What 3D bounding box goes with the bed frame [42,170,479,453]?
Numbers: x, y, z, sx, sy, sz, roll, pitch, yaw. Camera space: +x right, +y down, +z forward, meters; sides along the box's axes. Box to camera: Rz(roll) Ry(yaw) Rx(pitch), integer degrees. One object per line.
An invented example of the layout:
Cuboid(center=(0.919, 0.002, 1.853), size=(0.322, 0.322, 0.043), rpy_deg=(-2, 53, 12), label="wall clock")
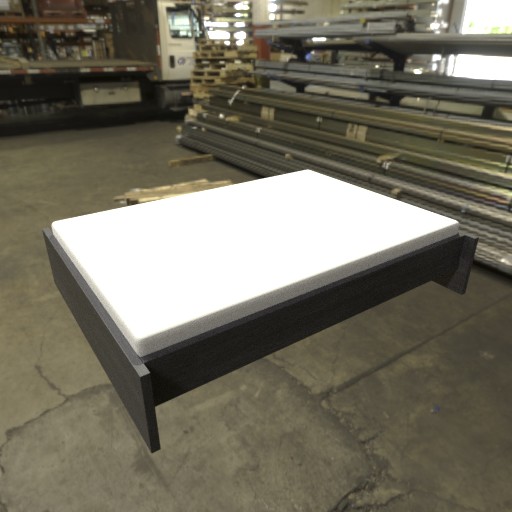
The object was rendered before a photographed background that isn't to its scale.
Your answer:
Cuboid(center=(0.000, 0.000, 2.551), size=(1.950, 0.432, 1.490), rpy_deg=(-17, 31, -31), label="bed frame")
